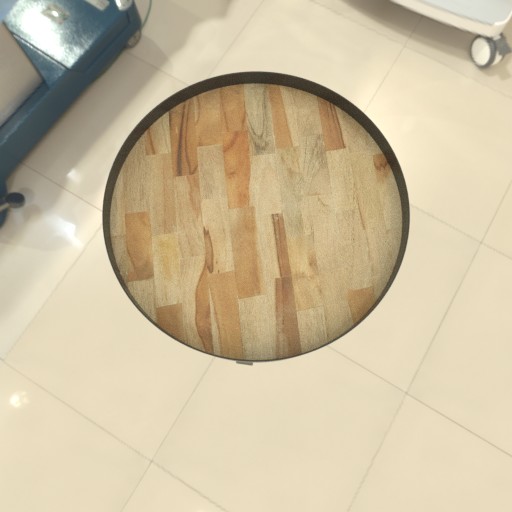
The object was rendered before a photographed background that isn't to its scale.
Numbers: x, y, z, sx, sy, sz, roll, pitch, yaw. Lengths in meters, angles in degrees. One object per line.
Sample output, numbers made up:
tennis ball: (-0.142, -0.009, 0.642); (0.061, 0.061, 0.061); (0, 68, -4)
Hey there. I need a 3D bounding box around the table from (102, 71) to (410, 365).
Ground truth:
table: (0.000, 0.000, 0.858); (0.406, 0.559, 0.406); (0, 76, 0)
